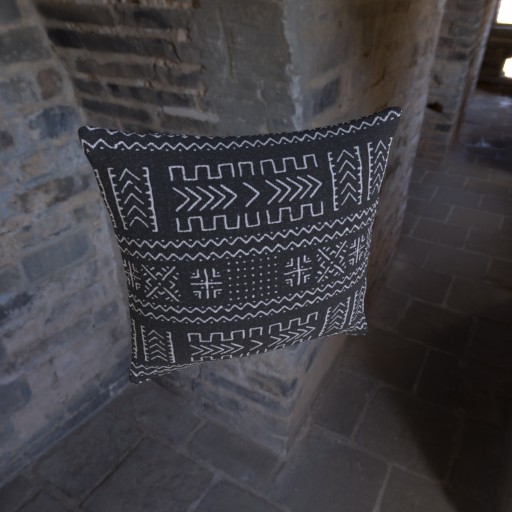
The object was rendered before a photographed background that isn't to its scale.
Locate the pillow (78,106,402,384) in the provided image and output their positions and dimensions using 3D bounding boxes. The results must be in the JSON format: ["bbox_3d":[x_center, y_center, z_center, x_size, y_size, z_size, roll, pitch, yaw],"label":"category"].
[{"bbox_3d":[0.000,0.000,0.681,0.438,0.430,0.164,-9,33,-14],"label":"pillow"}]
